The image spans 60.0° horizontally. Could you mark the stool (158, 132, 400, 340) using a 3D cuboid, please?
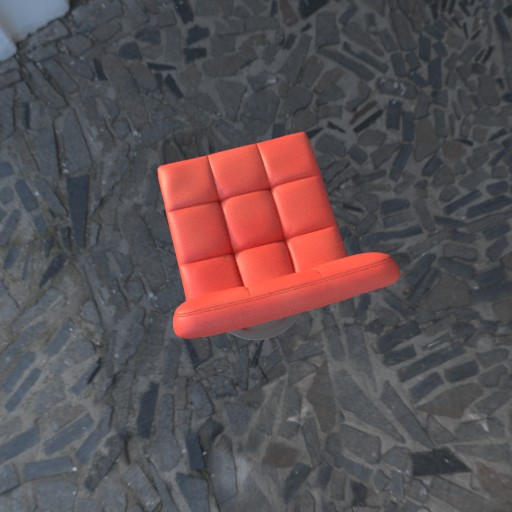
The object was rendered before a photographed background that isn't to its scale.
[{"bbox_3d":[0.000,0.000,1.352,0.430,1.115,0.505,-15,76,-4],"label":"stool"}]
